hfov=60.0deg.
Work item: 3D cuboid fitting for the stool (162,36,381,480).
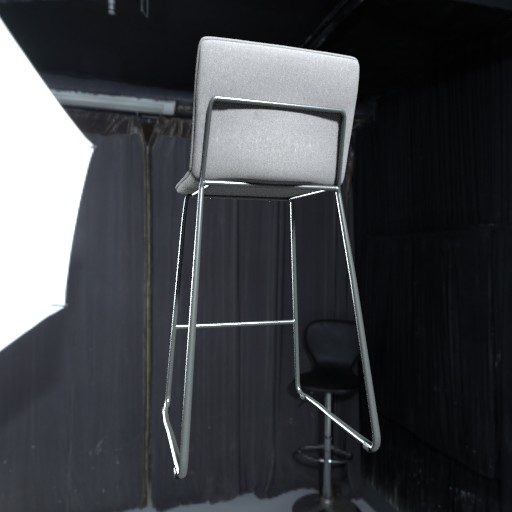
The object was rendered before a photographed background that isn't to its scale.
[{"bbox_3d":[0.000,0.000,1.225,0.490,0.960,0.490,0,0,-16],"label":"stool"}]
